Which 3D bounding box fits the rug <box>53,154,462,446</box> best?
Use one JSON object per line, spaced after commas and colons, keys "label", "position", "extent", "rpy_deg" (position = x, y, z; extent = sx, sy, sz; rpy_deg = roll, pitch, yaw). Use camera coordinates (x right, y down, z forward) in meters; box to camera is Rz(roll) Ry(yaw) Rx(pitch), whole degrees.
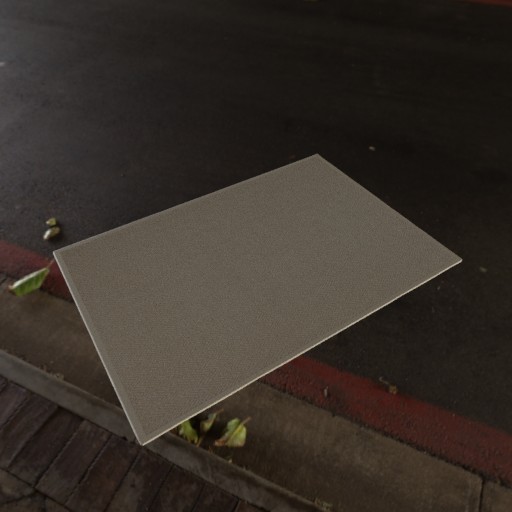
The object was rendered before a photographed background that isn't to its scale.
{"label": "rug", "position": [0.000, 0.000, 2.929], "extent": [2.244, 0.017, 1.532], "rpy_deg": [-24, 49, -23]}
